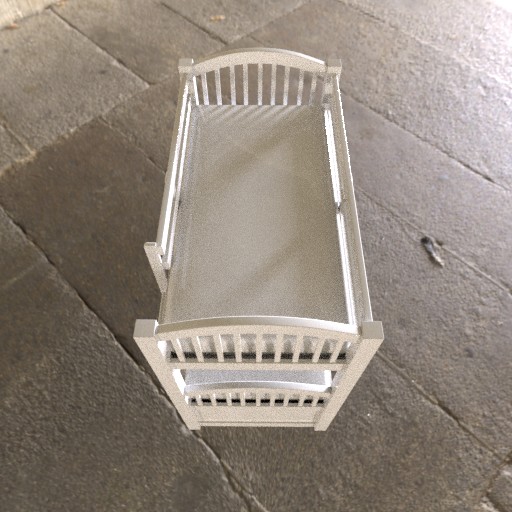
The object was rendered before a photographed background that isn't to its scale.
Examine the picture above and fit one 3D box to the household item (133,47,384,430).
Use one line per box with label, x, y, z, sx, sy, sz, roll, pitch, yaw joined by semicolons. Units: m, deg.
household item;0.000;0.000;3.265;1.143;2.032;2.032;0;57;0
